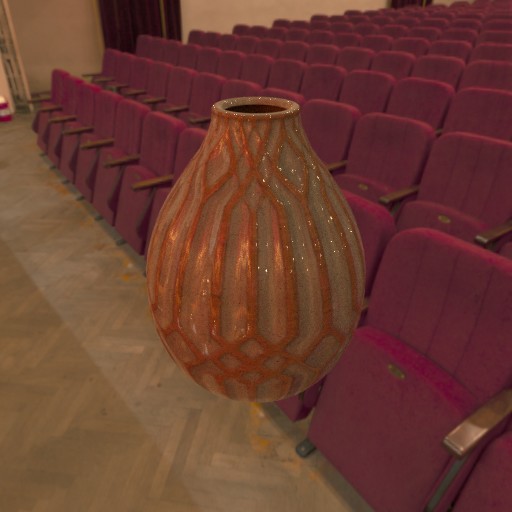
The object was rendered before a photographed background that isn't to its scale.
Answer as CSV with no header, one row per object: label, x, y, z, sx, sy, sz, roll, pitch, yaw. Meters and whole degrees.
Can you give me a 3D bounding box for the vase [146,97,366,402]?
vase,0.000,0.000,0.265,0.131,0.175,0.131,0,30,0
